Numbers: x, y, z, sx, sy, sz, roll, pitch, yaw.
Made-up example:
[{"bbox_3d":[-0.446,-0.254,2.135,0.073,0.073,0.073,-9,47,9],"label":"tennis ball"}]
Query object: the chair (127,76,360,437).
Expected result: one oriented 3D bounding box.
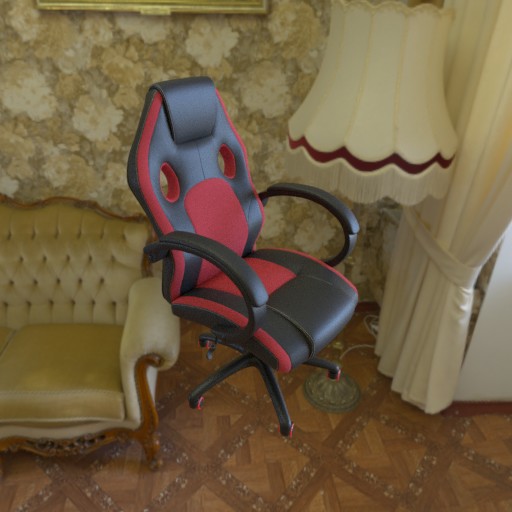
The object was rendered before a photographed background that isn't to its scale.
[{"bbox_3d":[0.000,0.000,1.643,0.724,1.187,0.673,20,34,32],"label":"chair"}]
